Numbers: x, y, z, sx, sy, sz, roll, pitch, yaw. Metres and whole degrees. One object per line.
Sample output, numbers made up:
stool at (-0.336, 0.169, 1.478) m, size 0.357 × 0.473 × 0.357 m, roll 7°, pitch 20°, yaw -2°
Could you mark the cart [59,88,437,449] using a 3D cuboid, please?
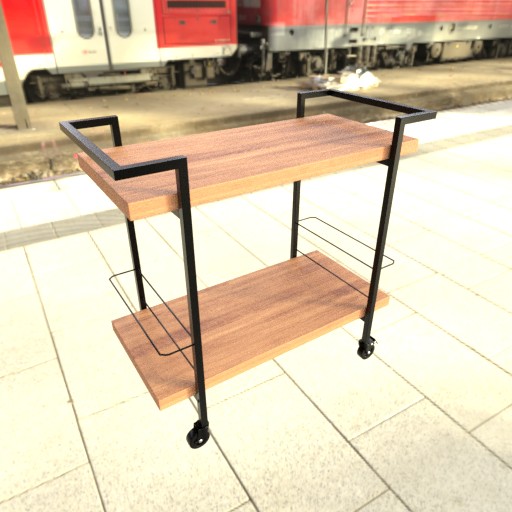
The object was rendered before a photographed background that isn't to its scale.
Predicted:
cart at (0.000, 0.000, 1.237) m, size 0.806 × 0.762 × 0.406 m, roll -18°, pitch 35°, yaw -28°
